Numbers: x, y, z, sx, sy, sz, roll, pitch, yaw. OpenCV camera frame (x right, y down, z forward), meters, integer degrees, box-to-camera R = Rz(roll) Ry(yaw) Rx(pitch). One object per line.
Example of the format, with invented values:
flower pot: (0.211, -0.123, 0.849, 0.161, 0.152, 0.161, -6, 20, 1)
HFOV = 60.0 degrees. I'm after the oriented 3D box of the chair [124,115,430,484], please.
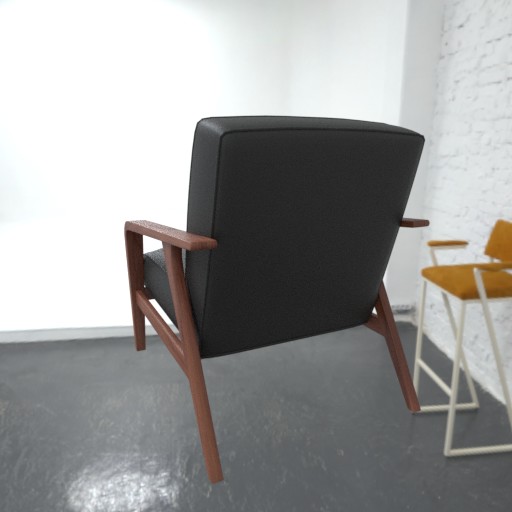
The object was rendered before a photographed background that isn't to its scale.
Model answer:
chair: (0.000, 0.000, 1.493, 0.719, 0.861, 0.889, -7, 15, -26)
